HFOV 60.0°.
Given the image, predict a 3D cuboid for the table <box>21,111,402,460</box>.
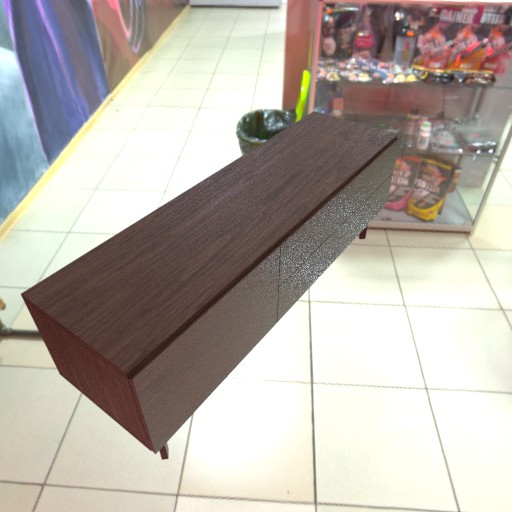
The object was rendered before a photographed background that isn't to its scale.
[{"bbox_3d":[0.000,0.000,1.588,0.405,0.508,1.397,26,47,27],"label":"table"}]
